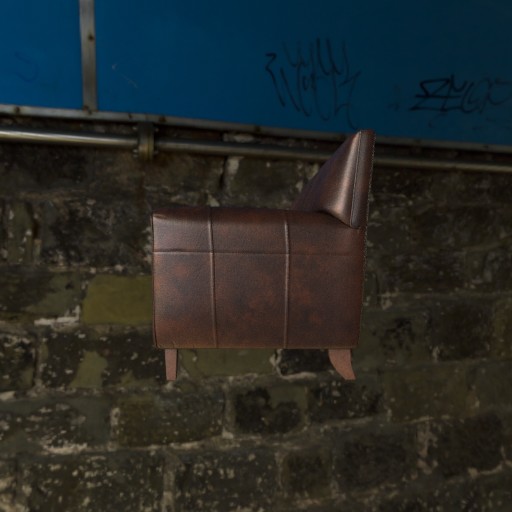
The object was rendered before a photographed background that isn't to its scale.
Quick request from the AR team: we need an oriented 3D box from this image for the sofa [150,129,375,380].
[{"bbox_3d":[0.000,0.000,2.486,0.786,0.871,1.995,0,0,-1],"label":"sofa"}]
